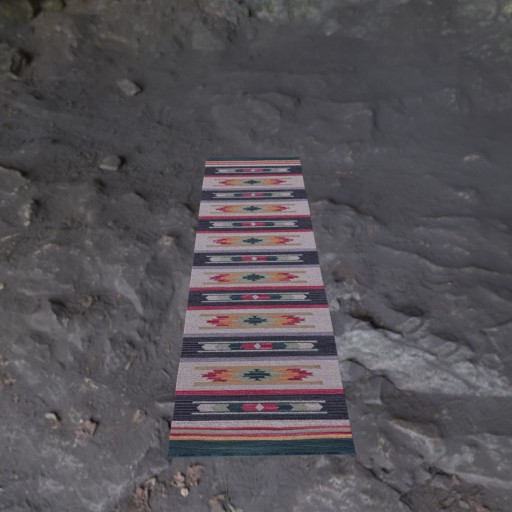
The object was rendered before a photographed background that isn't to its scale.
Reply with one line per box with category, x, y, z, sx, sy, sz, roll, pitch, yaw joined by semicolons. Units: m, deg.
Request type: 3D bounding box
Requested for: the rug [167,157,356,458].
rug;0.000;0.000;2.686;0.760;0.009;2.440;-1;41;-1
